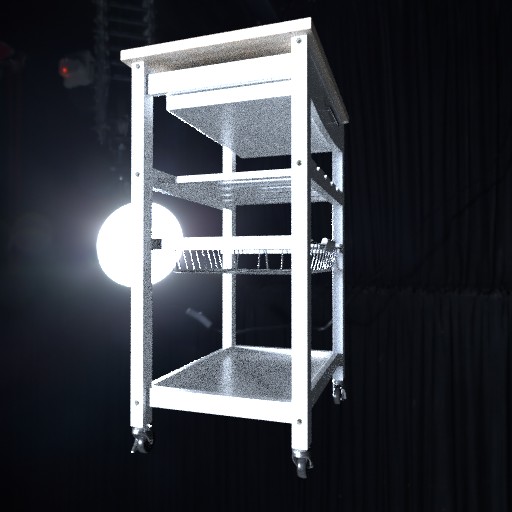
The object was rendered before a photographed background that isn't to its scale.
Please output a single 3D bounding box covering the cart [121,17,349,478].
[{"bbox_3d":[0.000,0.000,1.135,0.406,0.857,0.578,0,-1,18],"label":"cart"}]
